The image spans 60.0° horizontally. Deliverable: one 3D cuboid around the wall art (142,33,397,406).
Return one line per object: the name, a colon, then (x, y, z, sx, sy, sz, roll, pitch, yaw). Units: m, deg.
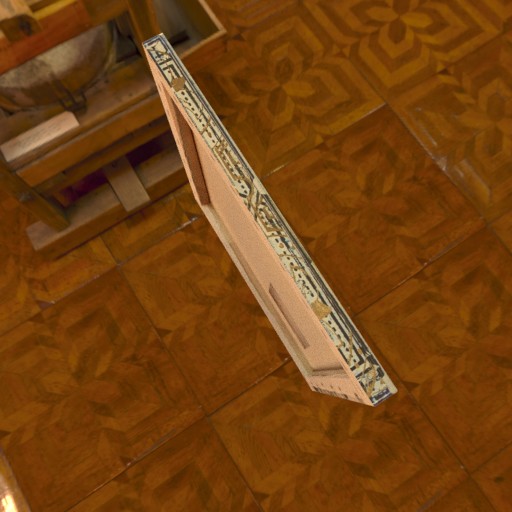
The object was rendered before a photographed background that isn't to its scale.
wall art: (0.000, 0.000, 0.895, 0.036, 0.607, 0.609, -30, 77, -8)
